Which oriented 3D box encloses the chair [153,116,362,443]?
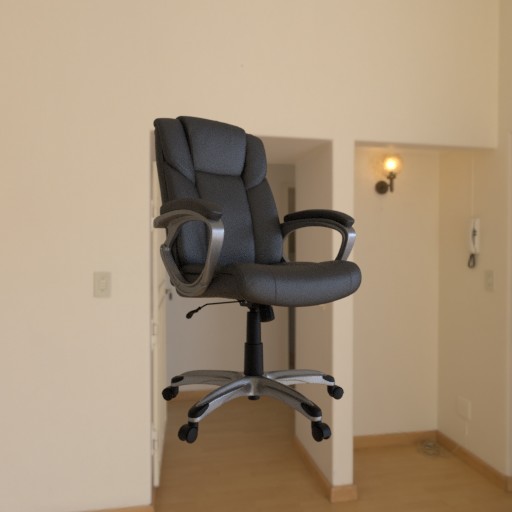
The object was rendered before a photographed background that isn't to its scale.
[{"bbox_3d":[0.000,0.000,1.624,0.721,1.130,0.719,0,1,-36],"label":"chair"}]
